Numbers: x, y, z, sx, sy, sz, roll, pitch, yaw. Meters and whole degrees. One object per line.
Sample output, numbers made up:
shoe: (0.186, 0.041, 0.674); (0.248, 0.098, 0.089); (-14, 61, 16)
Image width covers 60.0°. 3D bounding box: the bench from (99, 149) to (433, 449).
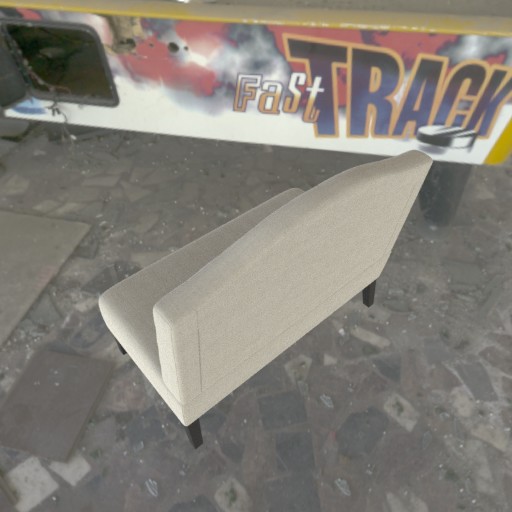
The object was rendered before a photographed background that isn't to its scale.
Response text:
bench: (0.000, 0.000, 2.085); (1.335, 1.180, 0.815); (-32, 53, -28)
